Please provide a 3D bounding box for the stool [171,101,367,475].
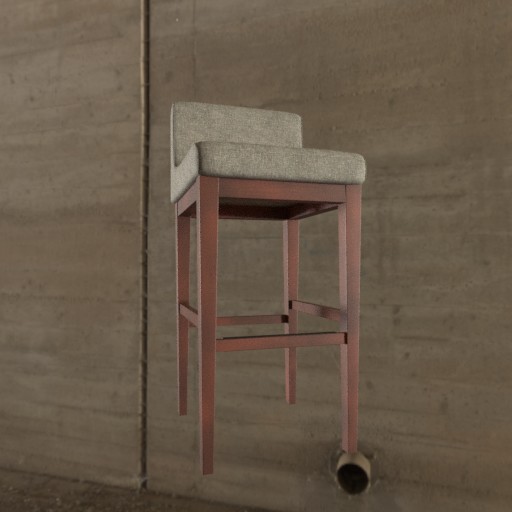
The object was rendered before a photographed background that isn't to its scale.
[{"bbox_3d":[0.000,0.000,1.240,0.426,0.965,0.499,0,-1,-17],"label":"stool"}]
